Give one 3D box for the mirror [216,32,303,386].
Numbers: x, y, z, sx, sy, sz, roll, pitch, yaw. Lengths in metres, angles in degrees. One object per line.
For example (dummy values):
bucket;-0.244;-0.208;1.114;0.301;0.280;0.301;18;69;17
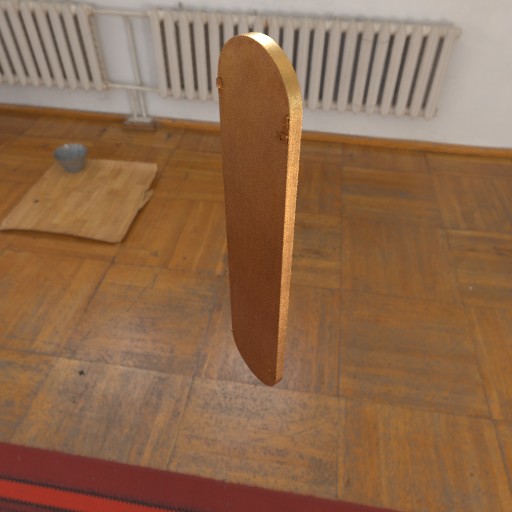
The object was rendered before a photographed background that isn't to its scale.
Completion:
mirror;0.000;0.000;1.069;0.032;0.991;0.222;-26;49;-26
